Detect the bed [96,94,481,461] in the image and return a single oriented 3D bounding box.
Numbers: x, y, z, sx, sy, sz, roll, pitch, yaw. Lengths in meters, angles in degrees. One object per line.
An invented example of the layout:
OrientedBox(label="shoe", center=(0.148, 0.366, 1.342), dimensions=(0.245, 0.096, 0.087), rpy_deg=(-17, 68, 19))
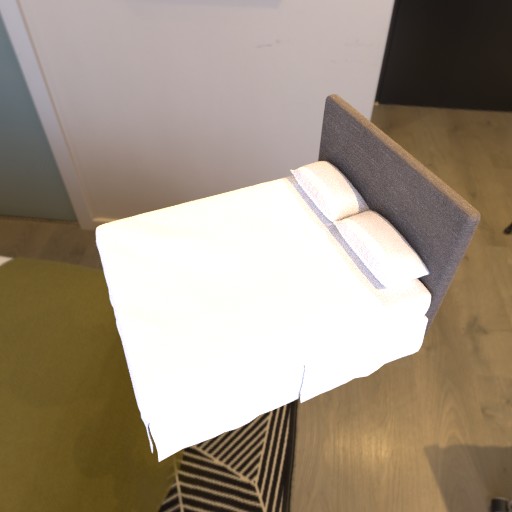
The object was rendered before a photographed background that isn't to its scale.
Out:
OrientedBox(label="bed", center=(0.000, 0.000, 3.170), dimensions=(2.142, 1.330, 1.723), rpy_deg=(-17, 48, -16))
